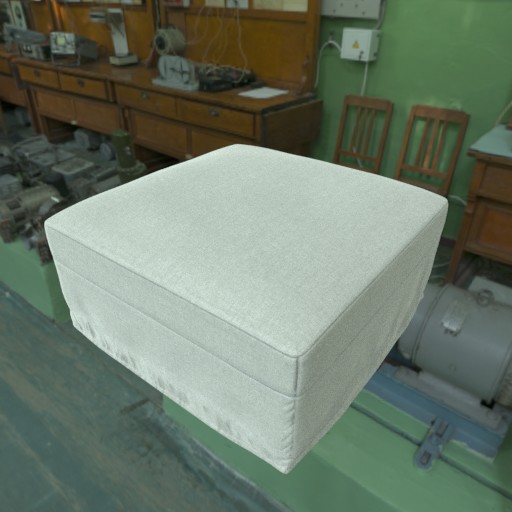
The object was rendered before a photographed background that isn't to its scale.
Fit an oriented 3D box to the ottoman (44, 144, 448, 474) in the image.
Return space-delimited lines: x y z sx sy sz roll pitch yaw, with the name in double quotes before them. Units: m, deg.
"ottoman" 0.000 0.000 1.324 0.843 0.436 0.840 22 39 31
